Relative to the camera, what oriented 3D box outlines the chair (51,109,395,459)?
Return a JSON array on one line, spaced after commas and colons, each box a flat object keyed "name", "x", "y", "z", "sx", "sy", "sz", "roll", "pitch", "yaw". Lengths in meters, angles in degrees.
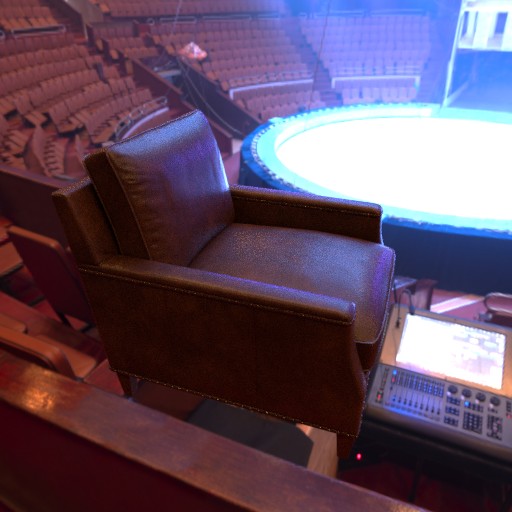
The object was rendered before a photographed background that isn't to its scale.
[{"name": "chair", "x": 0.000, "y": 0.000, "z": 1.681, "sx": 1.014, "sy": 0.929, "sz": 0.853, "roll": 10, "pitch": 30, "yaw": 17}]
